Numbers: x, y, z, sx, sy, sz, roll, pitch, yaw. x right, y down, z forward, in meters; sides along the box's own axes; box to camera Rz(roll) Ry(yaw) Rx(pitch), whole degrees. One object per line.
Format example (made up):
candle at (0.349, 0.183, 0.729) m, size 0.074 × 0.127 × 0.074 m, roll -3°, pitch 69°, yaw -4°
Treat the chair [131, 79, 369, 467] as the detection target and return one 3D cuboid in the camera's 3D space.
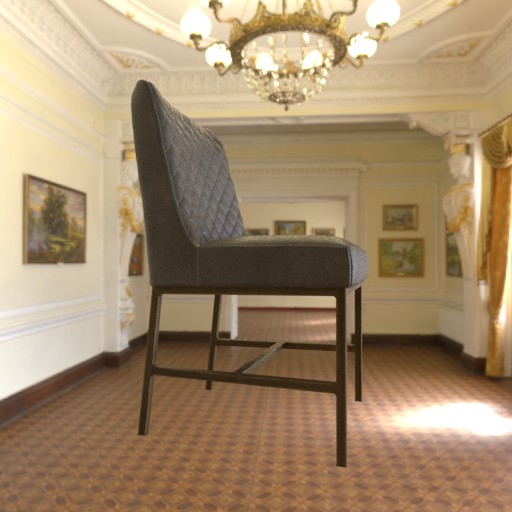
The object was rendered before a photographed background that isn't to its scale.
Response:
chair at (0.000, 0.000, 1.237) m, size 0.587 × 0.889 × 0.508 m, roll 0°, pitch -1°, yaw 17°
